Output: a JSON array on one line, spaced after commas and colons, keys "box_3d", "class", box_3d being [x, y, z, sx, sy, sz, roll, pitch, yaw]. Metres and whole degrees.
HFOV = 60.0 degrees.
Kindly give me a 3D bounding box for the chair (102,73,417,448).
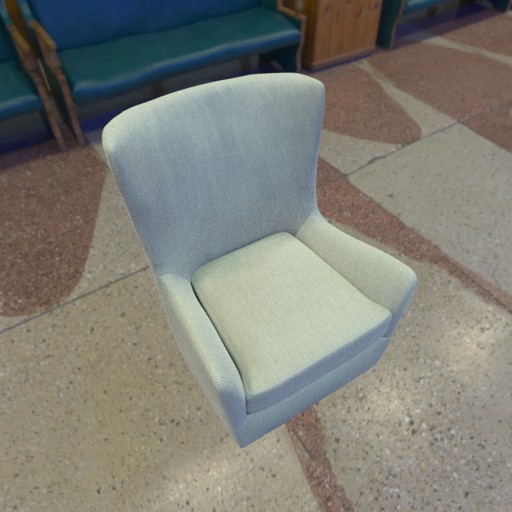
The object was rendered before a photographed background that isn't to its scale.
[{"box_3d": [0.000, 0.000, 1.640, 0.779, 1.000, 0.904, -24, 51, -21], "class": "chair"}]
